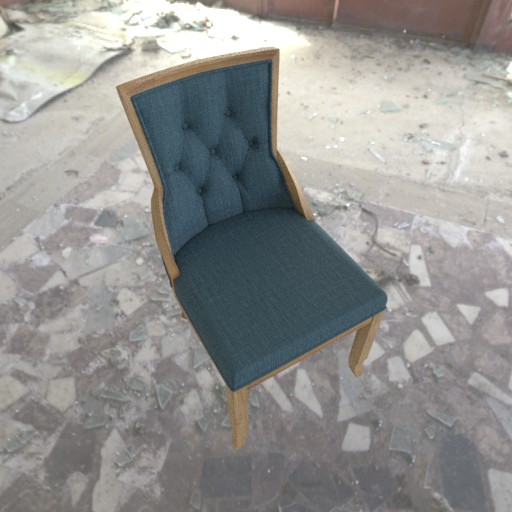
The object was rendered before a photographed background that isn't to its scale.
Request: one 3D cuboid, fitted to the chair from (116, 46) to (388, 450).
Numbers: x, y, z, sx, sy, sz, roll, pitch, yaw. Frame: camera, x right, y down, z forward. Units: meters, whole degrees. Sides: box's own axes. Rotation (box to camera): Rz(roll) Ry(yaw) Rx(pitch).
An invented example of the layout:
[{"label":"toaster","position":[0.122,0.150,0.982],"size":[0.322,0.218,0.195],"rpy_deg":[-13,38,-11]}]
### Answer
[{"label":"chair","position":[0.000,0.000,1.339],"size":[0.524,0.947,0.641],"rpy_deg":[-24,52,-20]}]
